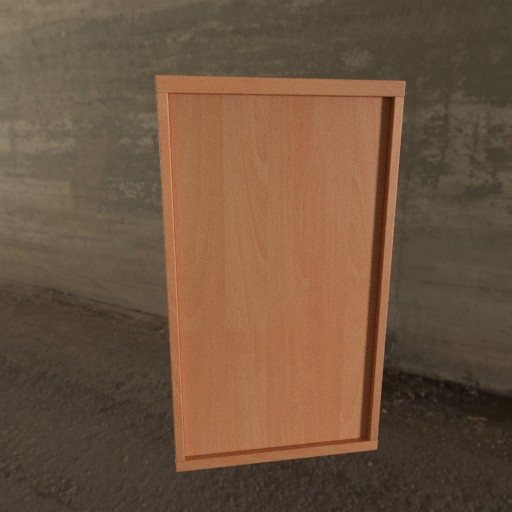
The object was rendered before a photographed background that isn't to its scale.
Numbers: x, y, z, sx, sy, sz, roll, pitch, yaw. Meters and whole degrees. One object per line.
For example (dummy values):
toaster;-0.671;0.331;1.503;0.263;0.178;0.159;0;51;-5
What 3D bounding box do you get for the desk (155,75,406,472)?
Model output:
desk;0.000;0.000;1.076;0.404;0.730;0.600;-2;14;-9
